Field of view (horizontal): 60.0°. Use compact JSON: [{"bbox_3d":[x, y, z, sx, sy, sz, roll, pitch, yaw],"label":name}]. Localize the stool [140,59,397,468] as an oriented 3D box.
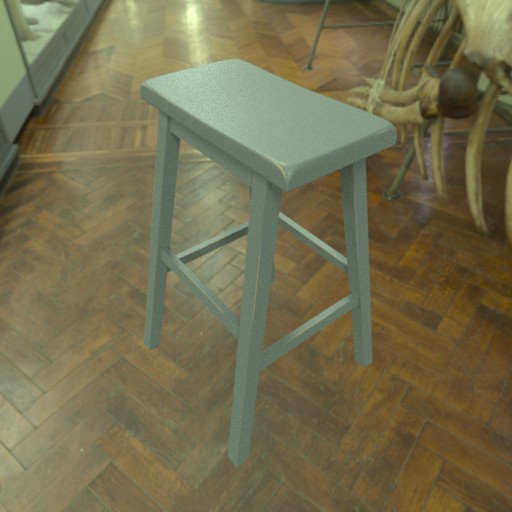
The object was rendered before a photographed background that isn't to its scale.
[{"bbox_3d":[0.000,0.000,1.034,0.476,0.737,0.457,-27,48,-28],"label":"stool"}]
